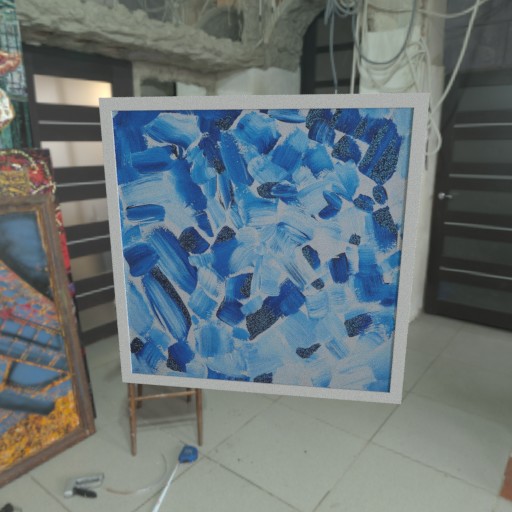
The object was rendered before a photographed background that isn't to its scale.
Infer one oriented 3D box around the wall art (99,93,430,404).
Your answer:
[{"bbox_3d":[0.000,0.000,0.967,0.660,0.660,0.015,2,15,8],"label":"wall art"}]
